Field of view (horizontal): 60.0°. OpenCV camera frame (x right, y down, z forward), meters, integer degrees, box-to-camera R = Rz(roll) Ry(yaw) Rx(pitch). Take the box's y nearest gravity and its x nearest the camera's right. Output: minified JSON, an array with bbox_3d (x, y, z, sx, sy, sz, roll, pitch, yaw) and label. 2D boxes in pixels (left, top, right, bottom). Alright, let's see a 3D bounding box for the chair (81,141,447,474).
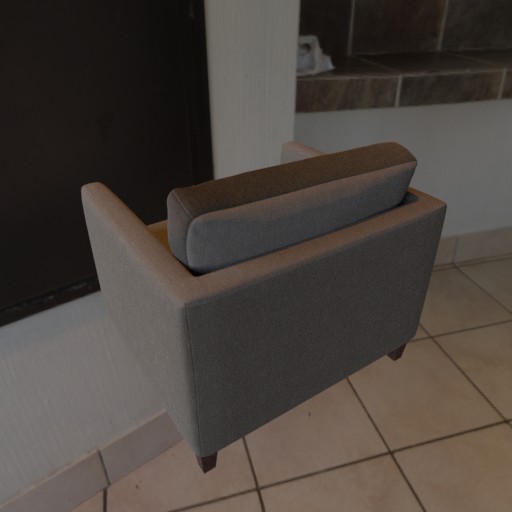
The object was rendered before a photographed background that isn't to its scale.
[{"bbox_3d":[0.000,0.000,1.819,1.107,0.963,0.959,-19,36,-28],"label":"chair"}]
